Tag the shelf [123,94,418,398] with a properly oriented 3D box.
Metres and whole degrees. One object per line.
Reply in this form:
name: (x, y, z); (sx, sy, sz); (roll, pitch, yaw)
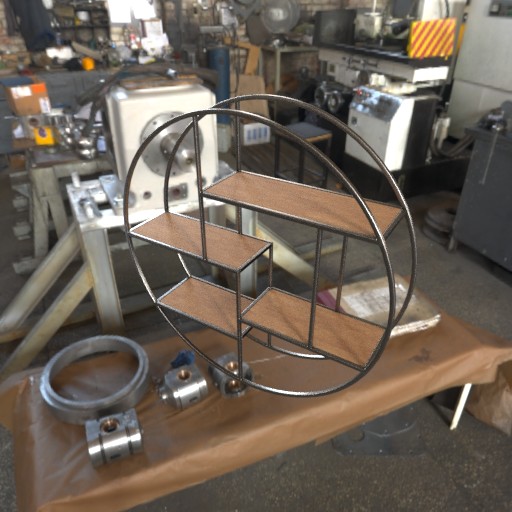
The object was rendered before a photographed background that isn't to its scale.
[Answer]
shelf: (0.000, 0.000, 1.326); (0.888, 0.888, 0.202); (18, 36, 27)
